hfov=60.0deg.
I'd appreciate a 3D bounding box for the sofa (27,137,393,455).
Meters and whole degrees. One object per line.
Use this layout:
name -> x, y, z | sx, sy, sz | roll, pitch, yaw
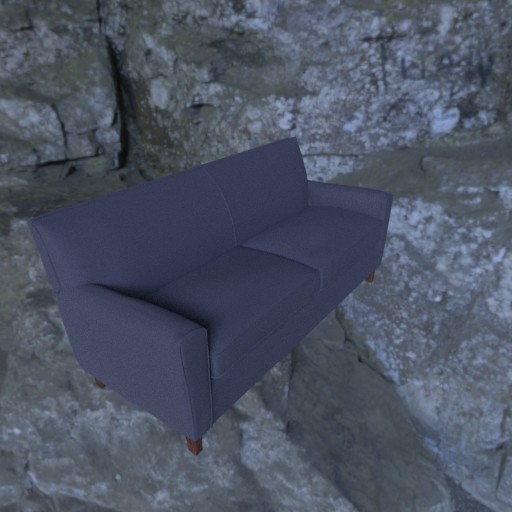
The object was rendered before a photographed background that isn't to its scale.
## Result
sofa -> 0.000, 0.000, 2.475 | 0.843, 0.907, 2.002 | 18, 32, 32
